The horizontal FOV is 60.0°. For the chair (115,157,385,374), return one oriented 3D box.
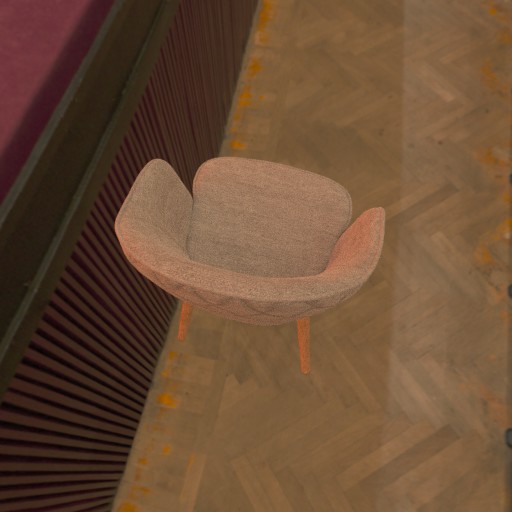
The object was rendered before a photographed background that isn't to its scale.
[{"bbox_3d":[0.000,0.000,1.151,0.540,0.800,0.530,13,65,6],"label":"chair"}]
